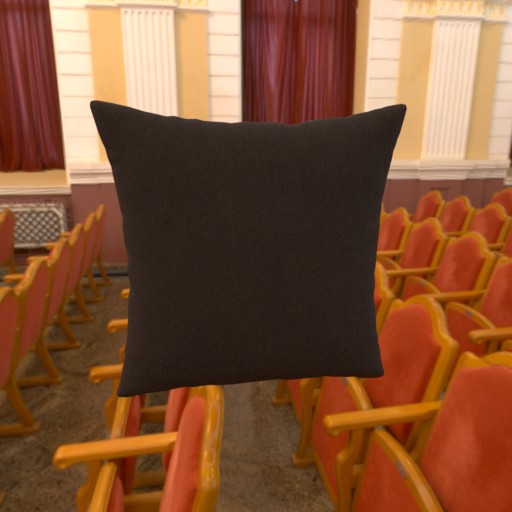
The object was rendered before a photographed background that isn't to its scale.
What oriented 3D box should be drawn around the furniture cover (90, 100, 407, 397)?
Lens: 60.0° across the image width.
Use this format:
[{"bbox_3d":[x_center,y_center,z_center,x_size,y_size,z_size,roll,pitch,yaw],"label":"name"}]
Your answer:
[{"bbox_3d":[0.000,0.000,0.773,0.511,0.509,0.161,-2,15,-8],"label":"furniture cover"}]
